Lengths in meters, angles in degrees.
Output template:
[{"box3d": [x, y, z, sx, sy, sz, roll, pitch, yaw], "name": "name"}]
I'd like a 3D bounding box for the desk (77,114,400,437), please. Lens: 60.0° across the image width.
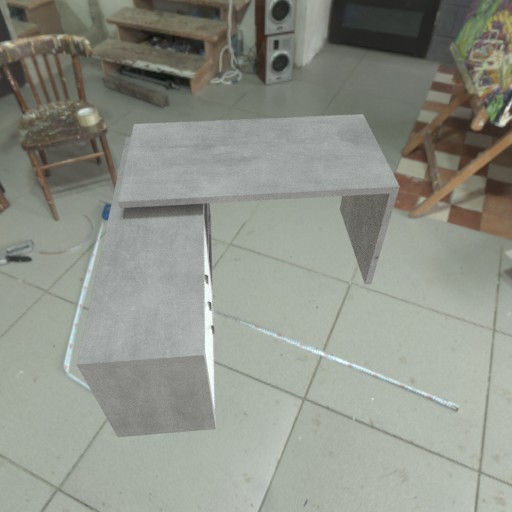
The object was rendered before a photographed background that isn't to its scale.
[{"box3d": [0.000, 0.000, 2.330, 1.400, 0.740, 1.500, -4, 46, -3], "name": "desk"}]
